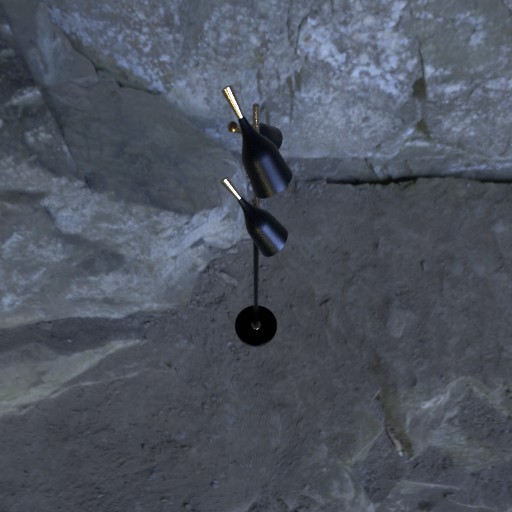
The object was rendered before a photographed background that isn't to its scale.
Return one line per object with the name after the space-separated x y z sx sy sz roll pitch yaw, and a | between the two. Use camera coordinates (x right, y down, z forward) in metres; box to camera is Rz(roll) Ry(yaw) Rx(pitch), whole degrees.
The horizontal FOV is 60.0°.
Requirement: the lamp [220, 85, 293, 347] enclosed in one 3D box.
0.000 0.000 1.864 0.253 1.778 0.434 -1 62 0 | lamp
